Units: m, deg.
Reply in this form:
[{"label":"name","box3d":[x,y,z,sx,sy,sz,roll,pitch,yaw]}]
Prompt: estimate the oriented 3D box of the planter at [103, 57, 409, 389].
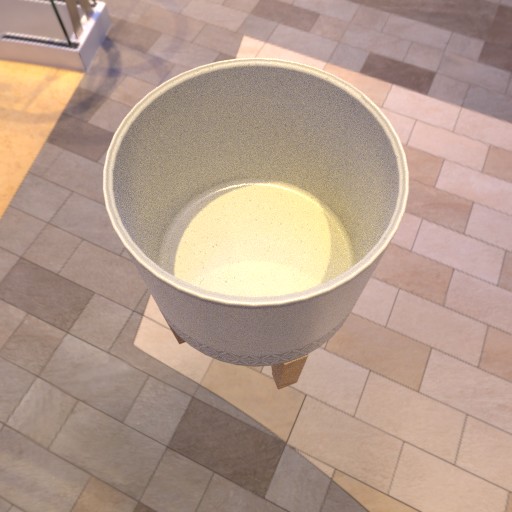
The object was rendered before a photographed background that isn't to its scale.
[{"label":"planter","box3d":[0.000,0.000,0.268,0.130,0.178,0.130,0,63,0]}]
